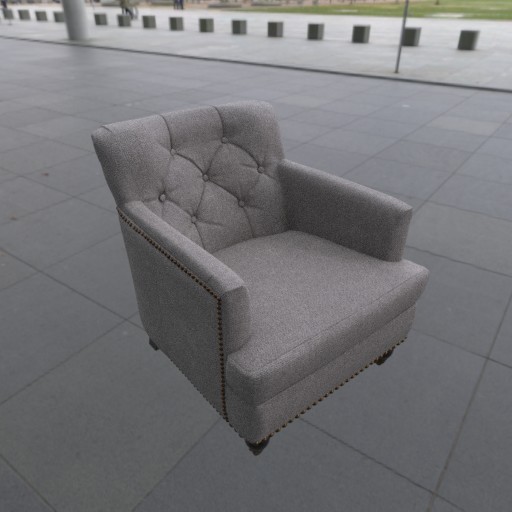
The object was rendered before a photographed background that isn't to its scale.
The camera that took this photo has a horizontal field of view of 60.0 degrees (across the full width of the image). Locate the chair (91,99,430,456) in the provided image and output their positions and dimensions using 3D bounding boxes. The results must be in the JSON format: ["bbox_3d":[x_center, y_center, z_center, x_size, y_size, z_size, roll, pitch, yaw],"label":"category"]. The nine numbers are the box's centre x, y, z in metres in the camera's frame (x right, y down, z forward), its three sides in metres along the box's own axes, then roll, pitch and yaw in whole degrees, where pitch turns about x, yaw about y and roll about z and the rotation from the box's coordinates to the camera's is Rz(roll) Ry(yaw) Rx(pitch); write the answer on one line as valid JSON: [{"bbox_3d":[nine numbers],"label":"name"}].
[{"bbox_3d":[0.000,0.000,1.494,0.737,0.823,0.902,-23,38,-33],"label":"chair"}]
